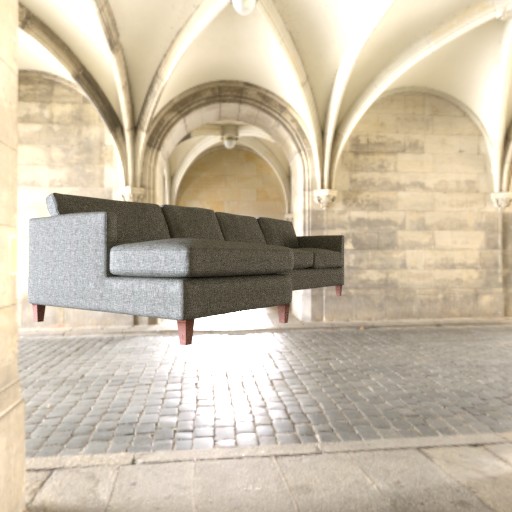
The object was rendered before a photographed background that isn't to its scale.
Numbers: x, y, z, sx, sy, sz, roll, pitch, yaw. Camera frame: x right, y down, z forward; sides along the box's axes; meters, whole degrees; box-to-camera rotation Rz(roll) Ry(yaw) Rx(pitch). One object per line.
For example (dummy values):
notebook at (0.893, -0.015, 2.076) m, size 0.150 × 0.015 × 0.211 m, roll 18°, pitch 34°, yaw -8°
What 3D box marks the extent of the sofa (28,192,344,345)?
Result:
sofa at (0.000, 0.000, 4.123) m, size 1.635 × 0.960 × 3.485 m, roll 0°, pitch 0°, yaw 36°
